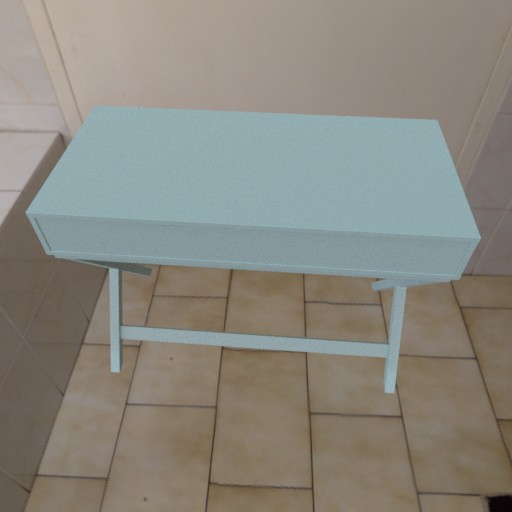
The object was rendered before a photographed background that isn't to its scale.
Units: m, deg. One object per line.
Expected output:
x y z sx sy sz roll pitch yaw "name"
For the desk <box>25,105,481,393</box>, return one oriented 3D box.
0.000 0.000 1.488 1.057 0.780 0.525 3 48 3 "desk"
